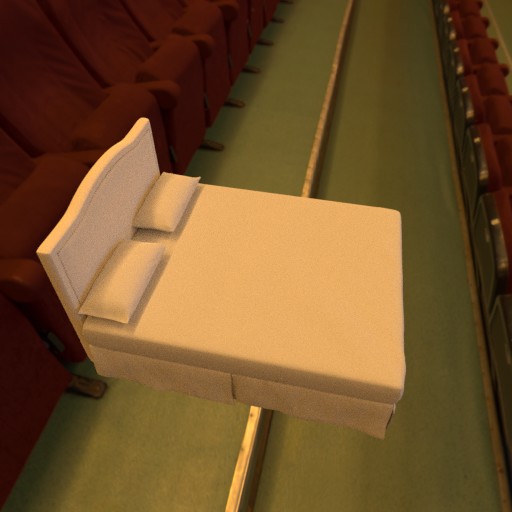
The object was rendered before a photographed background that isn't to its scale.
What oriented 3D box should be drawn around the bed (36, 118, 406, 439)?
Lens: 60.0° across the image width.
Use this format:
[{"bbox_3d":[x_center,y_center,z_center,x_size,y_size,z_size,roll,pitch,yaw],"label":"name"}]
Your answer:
[{"bbox_3d":[0.000,0.000,3.618,2.477,1.437,1.977,9,47,8],"label":"bed"}]
